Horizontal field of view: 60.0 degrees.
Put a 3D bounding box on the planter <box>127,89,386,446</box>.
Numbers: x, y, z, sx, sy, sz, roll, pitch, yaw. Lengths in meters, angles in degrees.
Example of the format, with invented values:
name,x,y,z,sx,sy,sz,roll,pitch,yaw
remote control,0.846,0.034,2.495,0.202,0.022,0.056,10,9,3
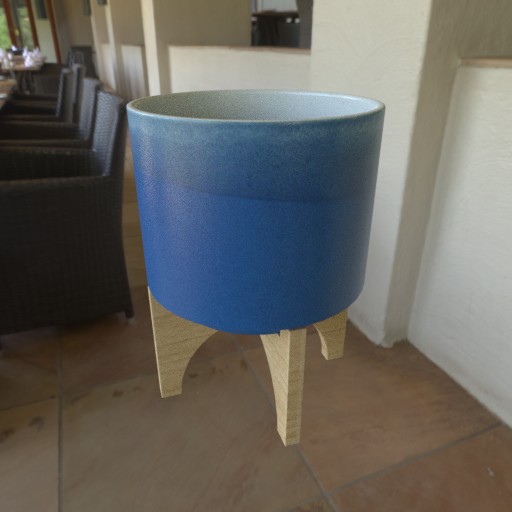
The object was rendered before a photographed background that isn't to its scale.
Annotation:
name,x,y,z,sx,sy,sz,roll,pitch,yaw
planter,0.000,0.000,0.396,0.192,0.263,0.192,0,26,0
